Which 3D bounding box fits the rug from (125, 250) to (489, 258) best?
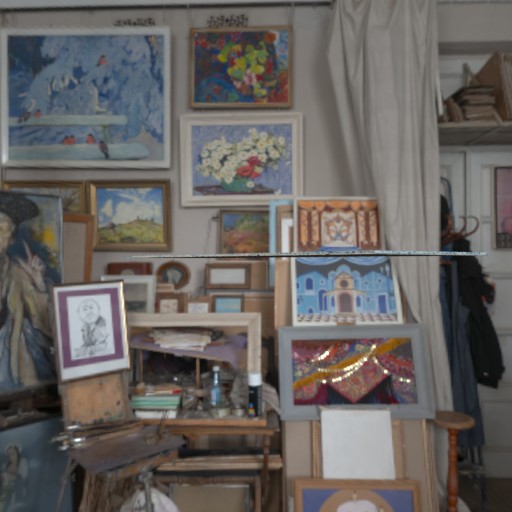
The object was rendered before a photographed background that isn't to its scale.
[{"bbox_3d":[0.000,0.000,2.704,0.770,0.013,2.434,0,-1,-36],"label":"rug"}]
